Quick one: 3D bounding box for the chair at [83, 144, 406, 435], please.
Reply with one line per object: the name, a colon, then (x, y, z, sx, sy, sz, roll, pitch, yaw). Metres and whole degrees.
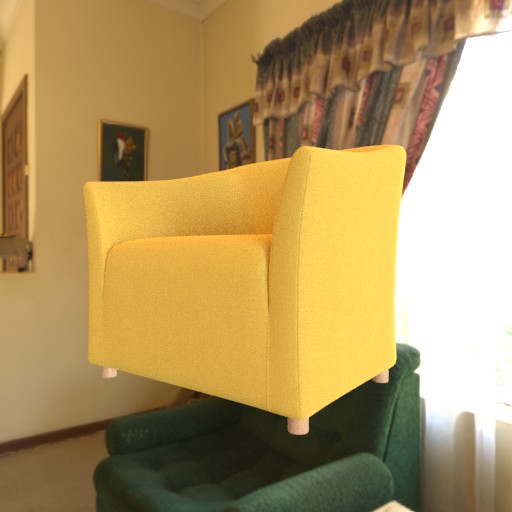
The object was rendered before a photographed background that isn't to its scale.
chair: (0.000, 0.000, 1.355, 0.790, 0.720, 0.700, 1, 1, 37)
